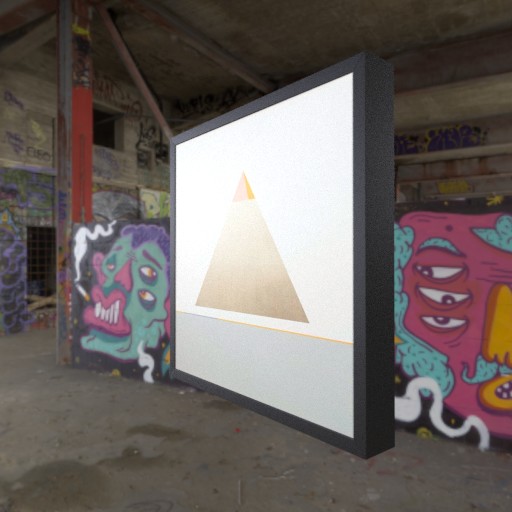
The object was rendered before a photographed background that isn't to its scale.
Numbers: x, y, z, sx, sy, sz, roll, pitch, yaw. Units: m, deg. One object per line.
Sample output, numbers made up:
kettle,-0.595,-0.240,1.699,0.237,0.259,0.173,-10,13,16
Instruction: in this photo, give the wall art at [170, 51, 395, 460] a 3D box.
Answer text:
wall art,0.000,0.000,0.458,0.037,0.303,0.304,0,-1,-39
